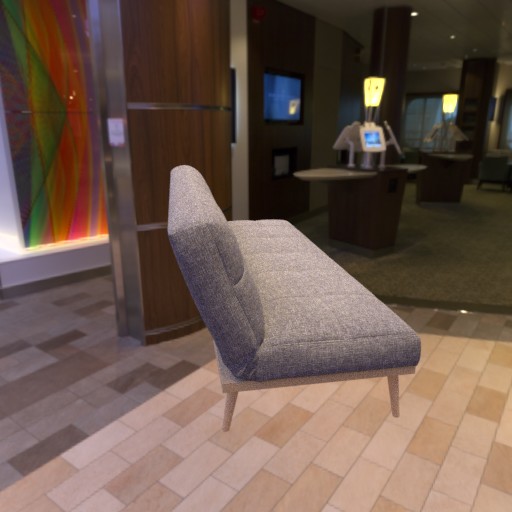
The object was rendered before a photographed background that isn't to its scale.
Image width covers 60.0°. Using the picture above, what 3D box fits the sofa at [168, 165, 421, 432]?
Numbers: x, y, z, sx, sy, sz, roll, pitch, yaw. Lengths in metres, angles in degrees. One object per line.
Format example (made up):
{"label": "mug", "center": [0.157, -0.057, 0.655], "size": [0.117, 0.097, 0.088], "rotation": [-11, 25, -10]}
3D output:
{"label": "sofa", "center": [0.000, 0.000, 2.240], "size": [0.820, 0.770, 1.820], "rotation": [-3, 17, -10]}
